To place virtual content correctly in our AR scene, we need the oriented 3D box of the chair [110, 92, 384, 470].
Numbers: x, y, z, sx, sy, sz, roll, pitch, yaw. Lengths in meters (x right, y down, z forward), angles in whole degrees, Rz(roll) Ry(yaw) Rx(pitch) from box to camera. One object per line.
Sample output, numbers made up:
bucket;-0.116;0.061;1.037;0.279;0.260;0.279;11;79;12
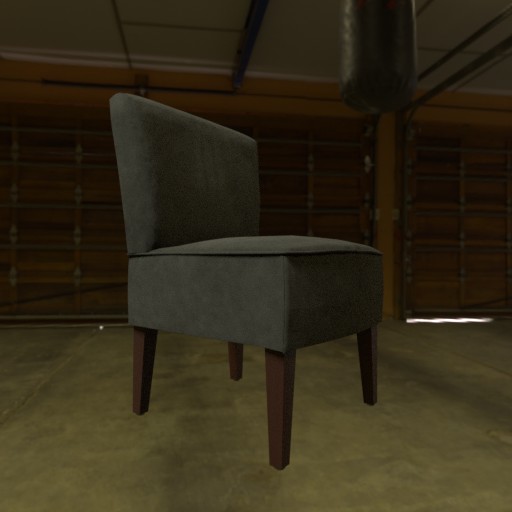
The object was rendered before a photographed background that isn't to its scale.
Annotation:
chair;0.000;0.000;1.145;0.554;0.806;0.521;0;0;36
